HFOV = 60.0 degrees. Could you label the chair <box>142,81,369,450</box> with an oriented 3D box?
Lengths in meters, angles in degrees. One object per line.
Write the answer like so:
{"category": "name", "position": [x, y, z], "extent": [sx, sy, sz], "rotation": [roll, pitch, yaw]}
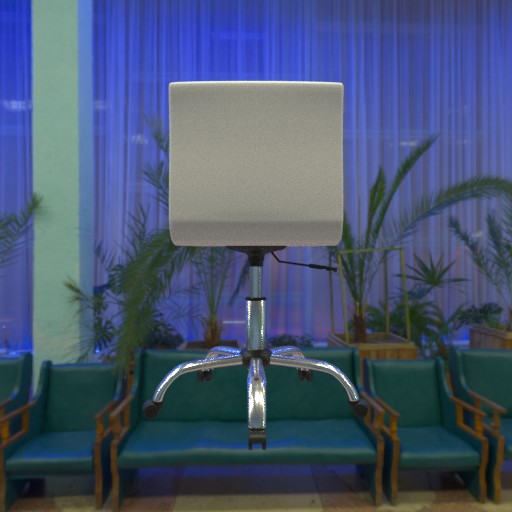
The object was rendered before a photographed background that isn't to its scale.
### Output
{"category": "chair", "position": [0.000, 0.000, 1.140], "extent": [0.556, 0.780, 0.530], "rotation": [0, 0, 0]}
